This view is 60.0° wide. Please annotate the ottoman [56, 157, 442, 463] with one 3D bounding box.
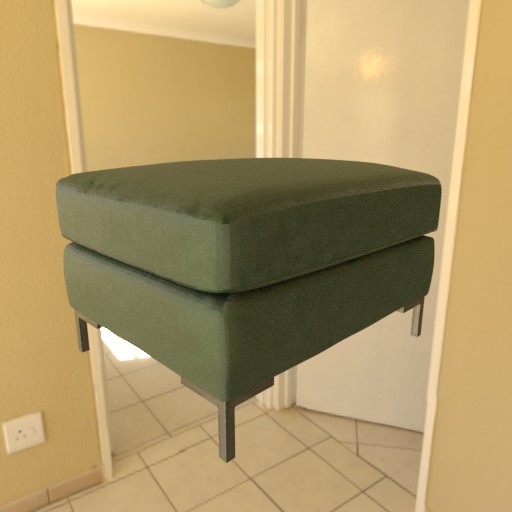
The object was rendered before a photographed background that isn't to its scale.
[{"bbox_3d":[0.000,0.000,1.264,0.839,0.538,0.701,-14,21,-43],"label":"ottoman"}]
